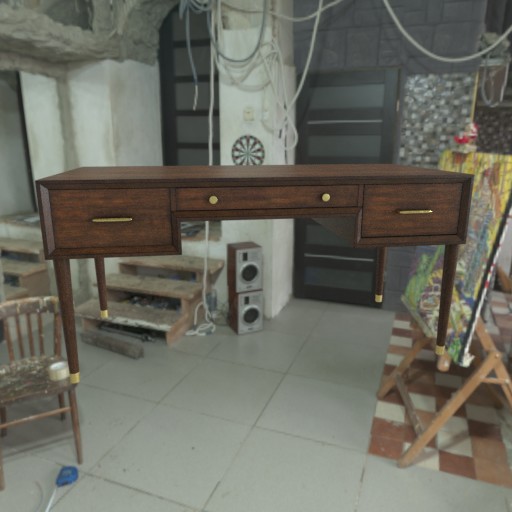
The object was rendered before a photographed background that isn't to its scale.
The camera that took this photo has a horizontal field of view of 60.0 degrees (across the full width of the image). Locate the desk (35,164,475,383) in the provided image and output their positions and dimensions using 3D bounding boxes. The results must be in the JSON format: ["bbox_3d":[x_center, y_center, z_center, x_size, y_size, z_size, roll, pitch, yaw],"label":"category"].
[{"bbox_3d":[0.000,0.000,2.000,1.575,0.762,0.724,-2,15,-8],"label":"desk"}]
